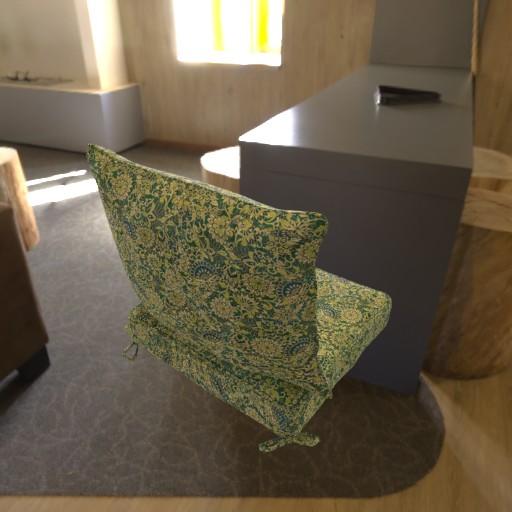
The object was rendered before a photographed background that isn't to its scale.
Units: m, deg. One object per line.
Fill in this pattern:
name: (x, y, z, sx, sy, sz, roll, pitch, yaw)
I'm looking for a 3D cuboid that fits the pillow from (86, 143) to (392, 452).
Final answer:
pillow: (0.000, 0.000, 1.401, 0.798, 0.722, 0.740, 21, 37, 32)
